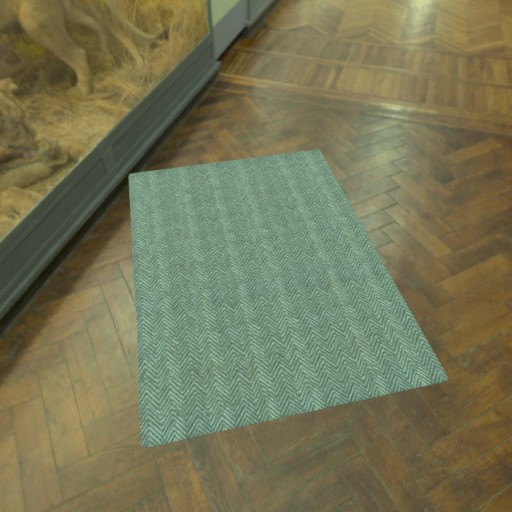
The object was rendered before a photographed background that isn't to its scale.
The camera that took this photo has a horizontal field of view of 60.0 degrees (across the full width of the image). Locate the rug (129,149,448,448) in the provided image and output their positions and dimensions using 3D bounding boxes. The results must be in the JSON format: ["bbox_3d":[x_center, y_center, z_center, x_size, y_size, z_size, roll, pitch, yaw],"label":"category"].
[{"bbox_3d":[0.000,0.000,5.314,2.894,0.011,3.957,-9,48,-9],"label":"rug"}]
